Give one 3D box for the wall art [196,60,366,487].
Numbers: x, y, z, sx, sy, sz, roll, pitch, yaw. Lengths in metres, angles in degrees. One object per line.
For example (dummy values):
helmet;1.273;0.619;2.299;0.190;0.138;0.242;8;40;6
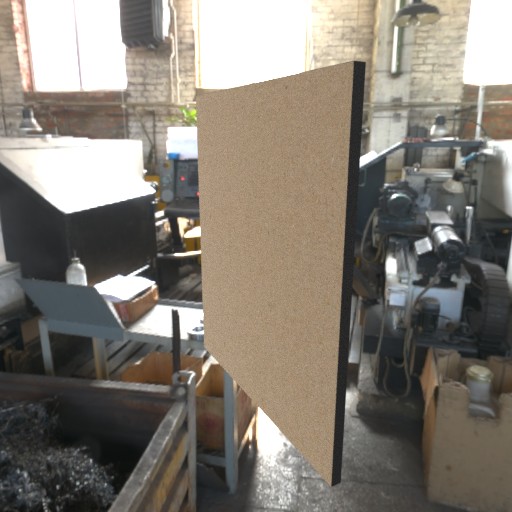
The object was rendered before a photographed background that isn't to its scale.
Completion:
wall art;0.000;0.000;1.185;0.028;0.863;0.755;-8;17;-27
